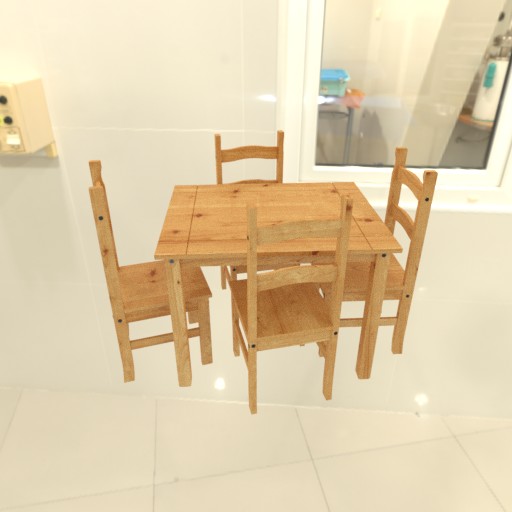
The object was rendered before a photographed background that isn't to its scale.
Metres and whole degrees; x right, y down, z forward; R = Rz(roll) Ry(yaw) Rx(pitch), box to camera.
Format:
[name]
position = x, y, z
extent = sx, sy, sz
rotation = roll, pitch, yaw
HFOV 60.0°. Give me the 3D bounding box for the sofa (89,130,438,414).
[sofa]
position = 0.000, 0.000, 2.258
extent = 1.529, 1.000, 1.144
rotation = -2, 29, -3
